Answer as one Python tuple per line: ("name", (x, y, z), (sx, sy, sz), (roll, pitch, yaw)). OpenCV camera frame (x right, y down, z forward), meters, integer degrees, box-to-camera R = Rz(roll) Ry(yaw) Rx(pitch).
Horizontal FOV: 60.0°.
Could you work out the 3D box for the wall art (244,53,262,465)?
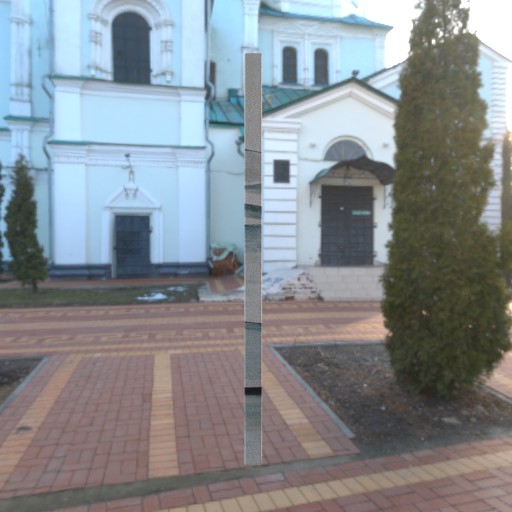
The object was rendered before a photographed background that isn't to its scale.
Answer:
("wall art", (0.000, 0.000, 1.589), (0.039, 0.915, 1.219), (0, 1, 1))
